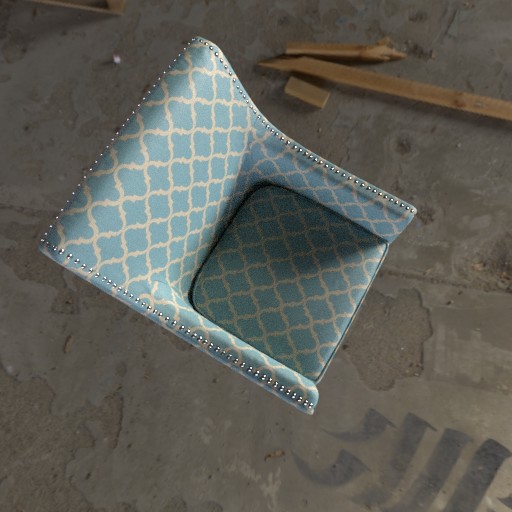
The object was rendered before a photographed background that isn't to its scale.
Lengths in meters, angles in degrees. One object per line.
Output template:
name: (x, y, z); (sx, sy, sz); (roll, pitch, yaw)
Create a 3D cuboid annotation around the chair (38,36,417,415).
chair: (0.000, 0.000, 1.292); (0.686, 0.817, 0.617); (29, 76, 8)
